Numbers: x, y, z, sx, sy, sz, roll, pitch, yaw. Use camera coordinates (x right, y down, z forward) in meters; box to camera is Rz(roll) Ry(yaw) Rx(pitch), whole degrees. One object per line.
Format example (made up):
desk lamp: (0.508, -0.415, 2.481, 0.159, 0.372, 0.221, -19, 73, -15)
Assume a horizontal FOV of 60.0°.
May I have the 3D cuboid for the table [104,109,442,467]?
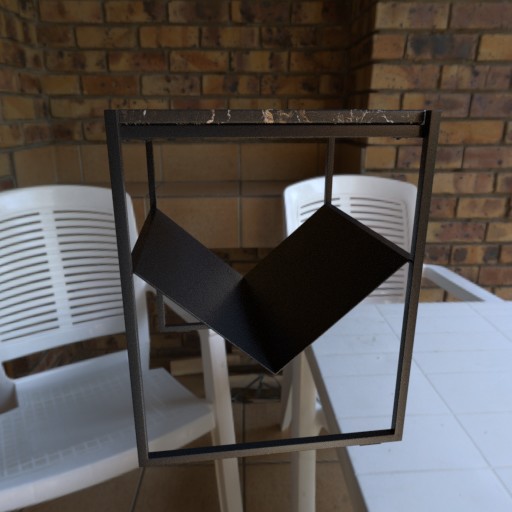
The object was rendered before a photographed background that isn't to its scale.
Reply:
table: (0.000, 0.000, 0.858, 0.432, 0.534, 0.469, -2, 18, -7)
